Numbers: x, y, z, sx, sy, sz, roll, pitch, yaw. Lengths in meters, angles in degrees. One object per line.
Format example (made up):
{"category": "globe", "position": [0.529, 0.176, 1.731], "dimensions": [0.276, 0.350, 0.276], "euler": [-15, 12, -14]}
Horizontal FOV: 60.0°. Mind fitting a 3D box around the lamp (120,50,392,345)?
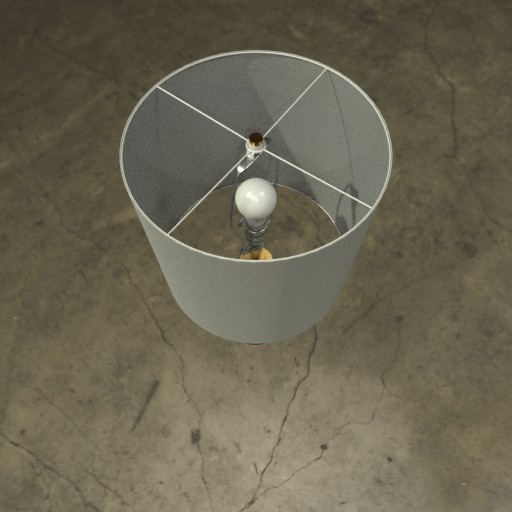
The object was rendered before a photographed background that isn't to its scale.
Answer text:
{"category": "lamp", "position": [0.000, 0.000, 0.757], "dimensions": [0.308, 0.580, 0.308], "euler": [33, 67, 16]}
